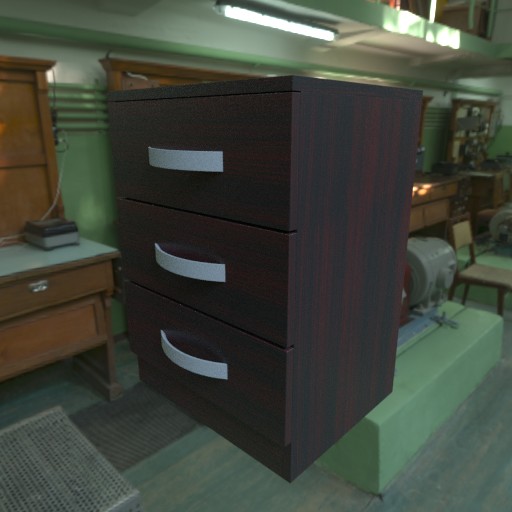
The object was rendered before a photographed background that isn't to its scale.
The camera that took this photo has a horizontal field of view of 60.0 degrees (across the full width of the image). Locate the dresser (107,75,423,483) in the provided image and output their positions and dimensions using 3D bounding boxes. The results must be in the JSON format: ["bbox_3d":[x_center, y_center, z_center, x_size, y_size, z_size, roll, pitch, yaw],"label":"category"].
[{"bbox_3d":[0.000,0.000,0.800,0.400,0.560,0.360,15,23,41],"label":"dresser"}]
